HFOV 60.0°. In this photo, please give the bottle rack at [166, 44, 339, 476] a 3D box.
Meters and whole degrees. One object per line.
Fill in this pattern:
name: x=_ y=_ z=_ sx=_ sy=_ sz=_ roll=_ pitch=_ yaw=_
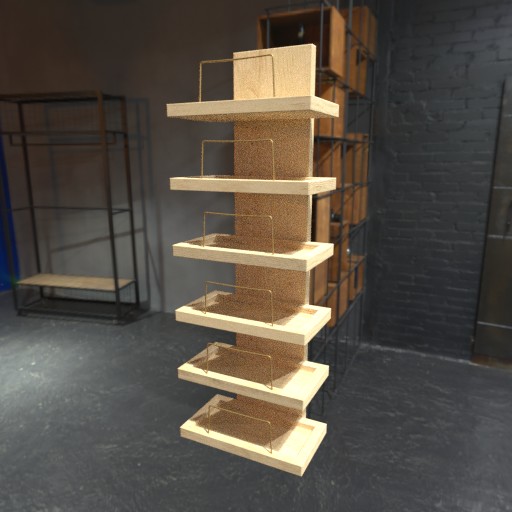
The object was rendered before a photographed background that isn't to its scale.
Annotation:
bottle rack: x=0.000 y=0.000 z=1.052 sx=0.330 sy=0.943 sz=0.206 roll=6 pitch=14 yaw=26
